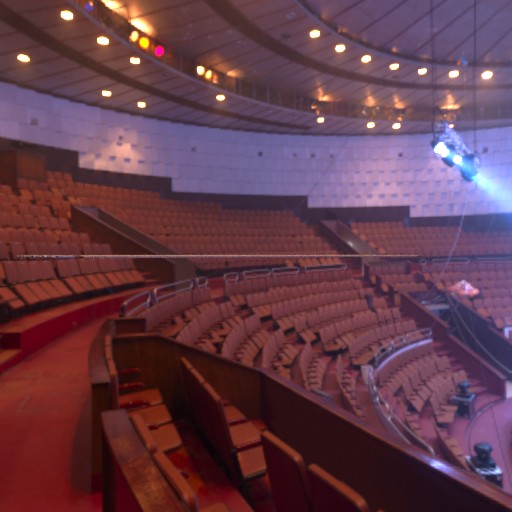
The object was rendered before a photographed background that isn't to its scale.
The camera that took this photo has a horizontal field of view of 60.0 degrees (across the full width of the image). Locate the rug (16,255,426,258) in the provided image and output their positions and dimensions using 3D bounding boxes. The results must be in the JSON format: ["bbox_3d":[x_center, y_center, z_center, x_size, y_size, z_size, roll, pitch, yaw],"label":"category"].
[{"bbox_3d":[0.000,0.000,2.658,2.440,0.013,0.769,0,0,-38],"label":"rug"}]
